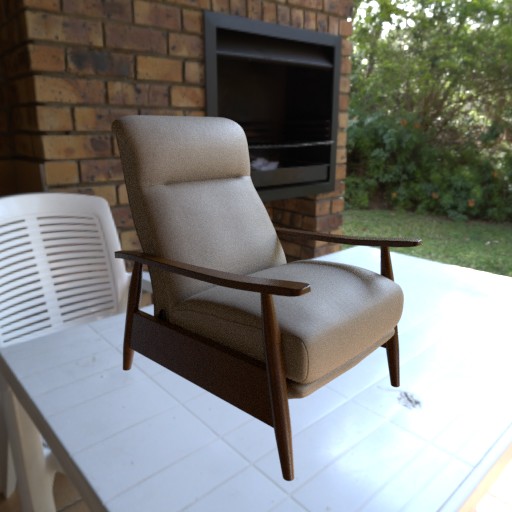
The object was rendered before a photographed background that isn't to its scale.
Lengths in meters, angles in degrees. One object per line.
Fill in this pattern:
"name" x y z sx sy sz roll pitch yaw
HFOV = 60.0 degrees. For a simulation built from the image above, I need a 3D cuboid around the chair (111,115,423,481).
"chair" 0.000 0.000 1.770 1.030 1.082 0.762 15 22 41
